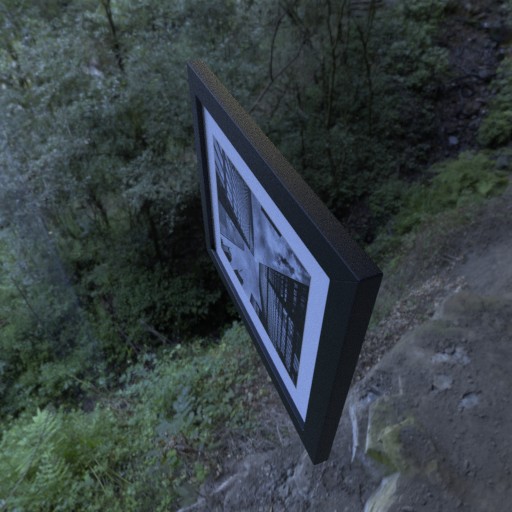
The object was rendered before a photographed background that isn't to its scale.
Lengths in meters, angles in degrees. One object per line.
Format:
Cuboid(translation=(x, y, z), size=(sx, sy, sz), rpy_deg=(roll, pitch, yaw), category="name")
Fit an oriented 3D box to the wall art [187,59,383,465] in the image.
Cuboid(translation=(0.000, 0.000, 0.754), size=(0.031, 0.457, 0.558), rpy_deg=(-17, 47, -16), category="wall art")
